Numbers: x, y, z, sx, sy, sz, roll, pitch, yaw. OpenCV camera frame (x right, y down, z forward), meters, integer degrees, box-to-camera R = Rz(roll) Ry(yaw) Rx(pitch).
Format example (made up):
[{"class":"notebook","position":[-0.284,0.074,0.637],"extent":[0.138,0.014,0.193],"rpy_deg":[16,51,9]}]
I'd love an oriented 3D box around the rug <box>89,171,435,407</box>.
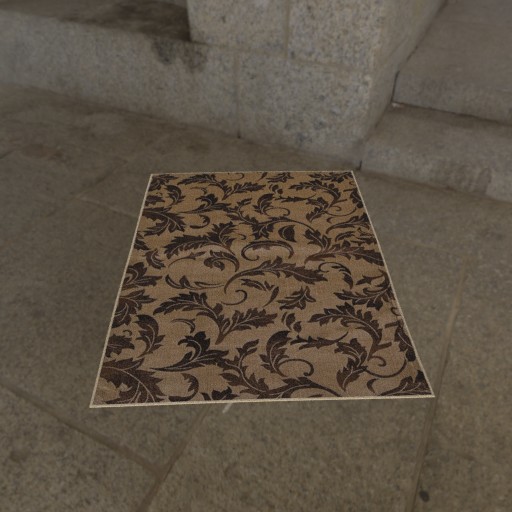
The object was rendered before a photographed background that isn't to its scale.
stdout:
[{"class":"rug","position":[0.000,0.000,4.126],"extent":[2.380,0.008,2.977],"rpy_deg":[-1,42,-1]}]
